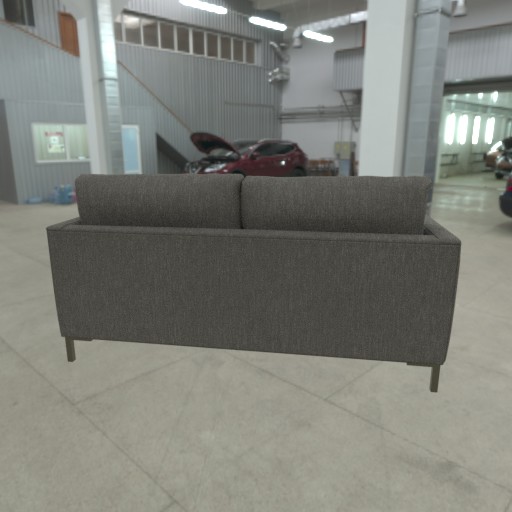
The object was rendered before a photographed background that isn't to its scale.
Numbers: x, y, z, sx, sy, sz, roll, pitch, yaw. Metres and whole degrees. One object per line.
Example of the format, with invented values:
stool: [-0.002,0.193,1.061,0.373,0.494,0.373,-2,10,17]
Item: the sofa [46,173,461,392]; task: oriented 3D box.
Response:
sofa: [0.000,0.000,2.189,1.682,0.840,0.875,2,15,9]
